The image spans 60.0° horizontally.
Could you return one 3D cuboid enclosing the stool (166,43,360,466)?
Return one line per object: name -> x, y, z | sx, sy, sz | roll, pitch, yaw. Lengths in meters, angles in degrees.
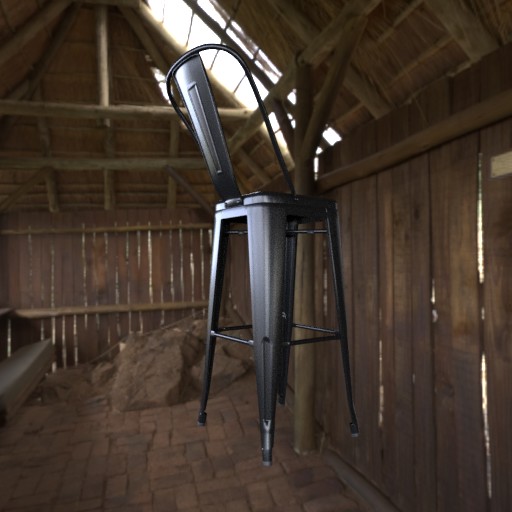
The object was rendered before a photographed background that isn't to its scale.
stool -> 0.000, 0.000, 1.355 | 0.513, 1.096, 0.399 | 1, -1, -36
